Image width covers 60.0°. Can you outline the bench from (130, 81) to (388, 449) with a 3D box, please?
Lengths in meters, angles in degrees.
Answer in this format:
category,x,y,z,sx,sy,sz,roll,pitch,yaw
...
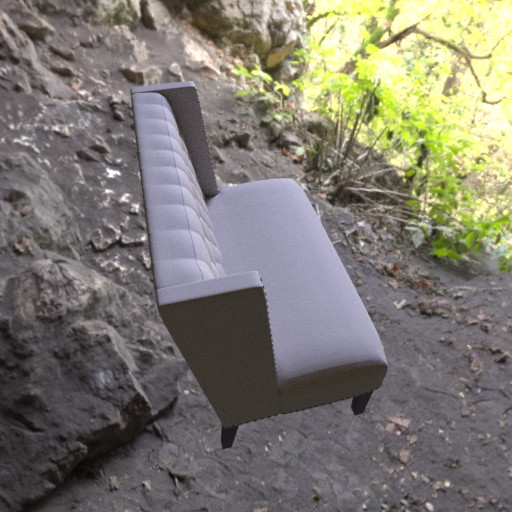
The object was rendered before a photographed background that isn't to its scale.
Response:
category,x,y,z,sx,sy,sz,roll,pitch,yaw
bench,0.000,0.000,2.033,0.847,1.123,1.280,-10,48,-10
